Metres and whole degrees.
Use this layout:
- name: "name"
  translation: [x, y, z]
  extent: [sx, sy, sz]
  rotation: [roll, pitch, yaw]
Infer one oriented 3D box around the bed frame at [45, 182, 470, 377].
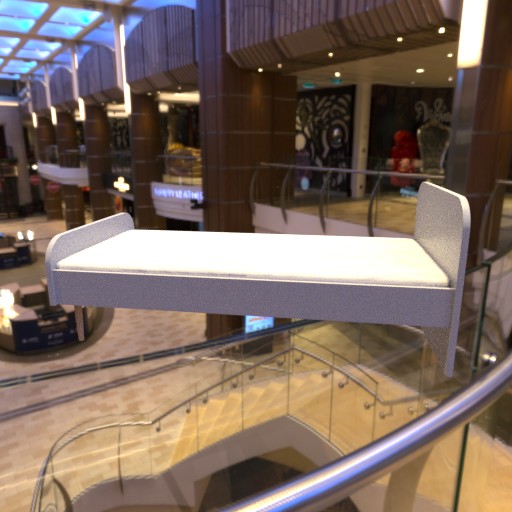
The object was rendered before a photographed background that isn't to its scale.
- name: "bed frame"
  translation: [0.000, 0.000, 2.539]
  extent: [1.963, 0.805, 0.998]
  rotation: [2, 15, 9]
